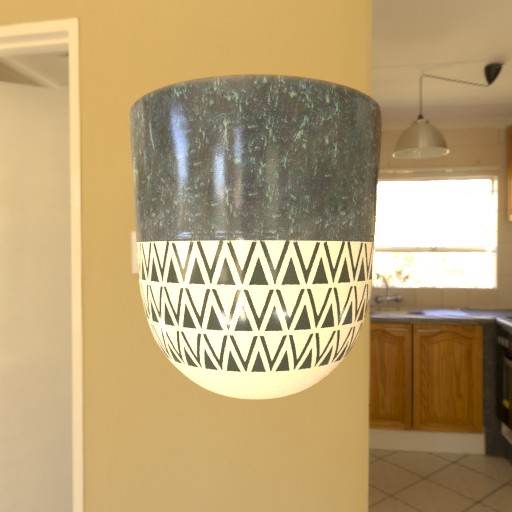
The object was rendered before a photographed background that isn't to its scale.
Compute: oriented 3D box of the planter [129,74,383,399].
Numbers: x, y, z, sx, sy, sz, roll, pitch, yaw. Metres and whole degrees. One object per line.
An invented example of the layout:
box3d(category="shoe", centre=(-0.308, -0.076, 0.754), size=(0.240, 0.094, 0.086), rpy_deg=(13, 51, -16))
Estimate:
box3d(category="planter", centre=(0.000, 0.000, 0.356), size=(0.195, 0.214, 0.195), rpy_deg=(0, 1, 0))
